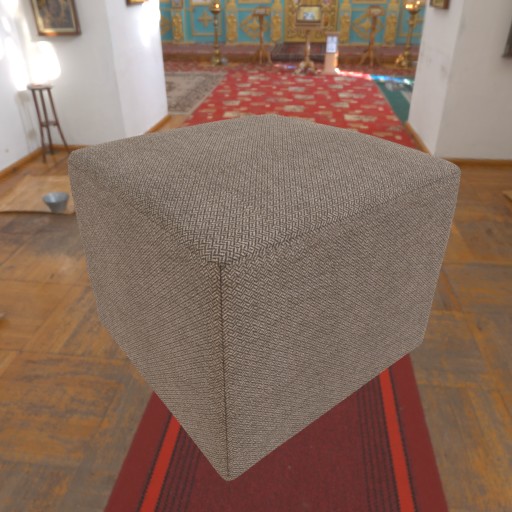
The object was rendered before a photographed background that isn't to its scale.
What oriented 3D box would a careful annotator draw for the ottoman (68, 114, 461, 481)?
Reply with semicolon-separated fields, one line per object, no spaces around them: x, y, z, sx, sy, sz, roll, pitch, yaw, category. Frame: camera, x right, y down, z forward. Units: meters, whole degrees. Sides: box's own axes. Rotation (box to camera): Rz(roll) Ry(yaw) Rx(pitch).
0.000;0.000;0.874;0.519;0.453;0.512;-22;37;-33;ottoman
